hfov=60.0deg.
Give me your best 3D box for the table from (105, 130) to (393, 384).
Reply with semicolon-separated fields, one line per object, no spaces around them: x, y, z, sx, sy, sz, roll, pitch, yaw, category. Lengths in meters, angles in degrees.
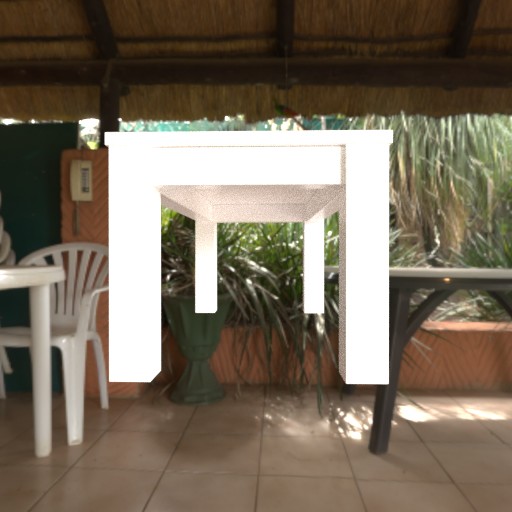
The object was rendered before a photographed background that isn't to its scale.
0.000;0.000;2.282;0.900;0.790;1.800;0;0;2;table
